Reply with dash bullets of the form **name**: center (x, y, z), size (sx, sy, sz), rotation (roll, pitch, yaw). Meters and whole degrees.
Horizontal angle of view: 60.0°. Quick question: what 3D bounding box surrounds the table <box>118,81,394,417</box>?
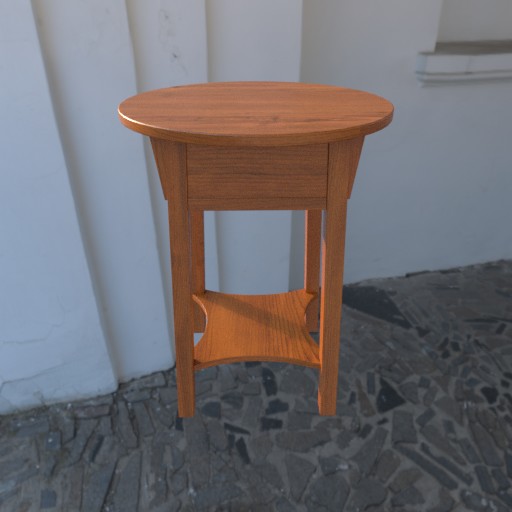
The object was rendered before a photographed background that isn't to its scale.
- **table**: center (0.000, 0.000, 0.909), size (0.457, 0.610, 0.457), rotation (0, 29, 0)
